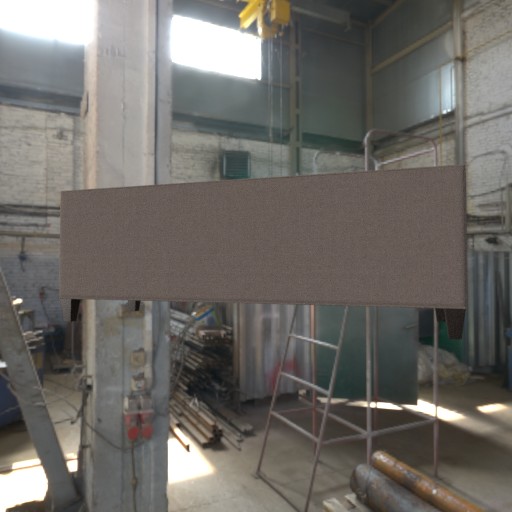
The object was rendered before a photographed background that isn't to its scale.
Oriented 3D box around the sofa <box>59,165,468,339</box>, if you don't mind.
[{"bbox_3d":[0.000,0.000,2.598,2.159,0.762,0.775,-1,-2,18],"label":"sofa"}]
